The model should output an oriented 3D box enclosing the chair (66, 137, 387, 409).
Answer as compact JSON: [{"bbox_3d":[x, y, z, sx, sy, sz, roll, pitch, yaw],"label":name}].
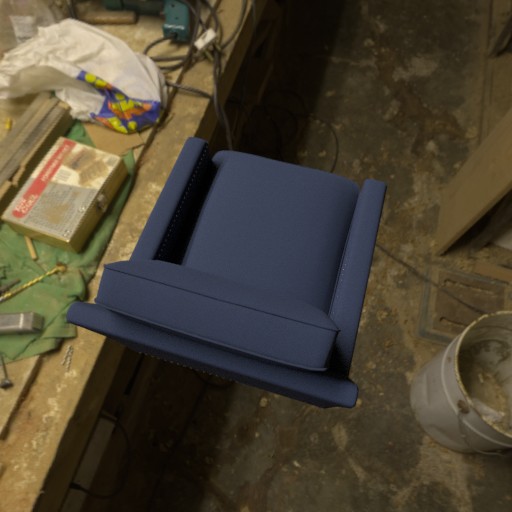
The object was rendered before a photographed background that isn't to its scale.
[{"bbox_3d":[0.000,0.000,1.717,0.853,0.943,1.014,15,65,7],"label":"chair"}]
